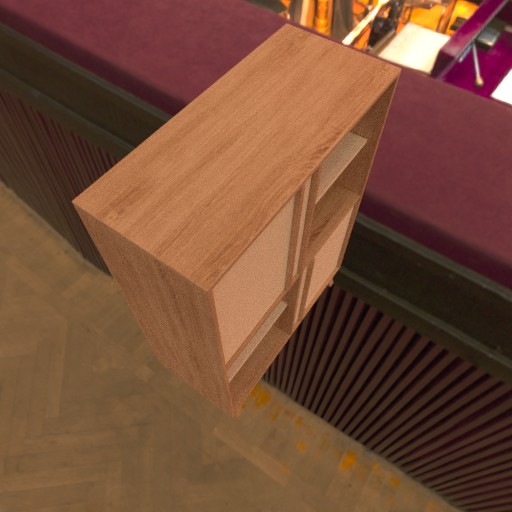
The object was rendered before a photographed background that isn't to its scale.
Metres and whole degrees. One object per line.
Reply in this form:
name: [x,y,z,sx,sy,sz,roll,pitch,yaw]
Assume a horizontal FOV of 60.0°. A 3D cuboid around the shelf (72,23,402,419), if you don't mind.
shelf: [0.000,0.000,1.871,0.450,1.390,1.000,31,63,18]
